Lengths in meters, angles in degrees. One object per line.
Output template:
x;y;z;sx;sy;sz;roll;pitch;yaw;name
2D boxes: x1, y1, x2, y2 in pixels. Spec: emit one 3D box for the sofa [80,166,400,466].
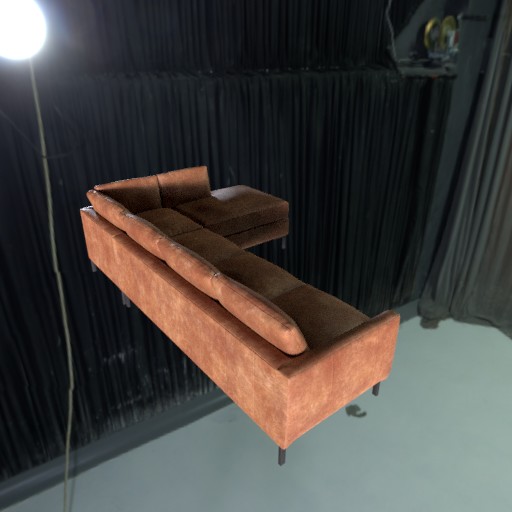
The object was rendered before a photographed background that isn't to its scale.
0.000;0.000;3.756;1.938;0.877;2.984;-19;32;-34;sofa
